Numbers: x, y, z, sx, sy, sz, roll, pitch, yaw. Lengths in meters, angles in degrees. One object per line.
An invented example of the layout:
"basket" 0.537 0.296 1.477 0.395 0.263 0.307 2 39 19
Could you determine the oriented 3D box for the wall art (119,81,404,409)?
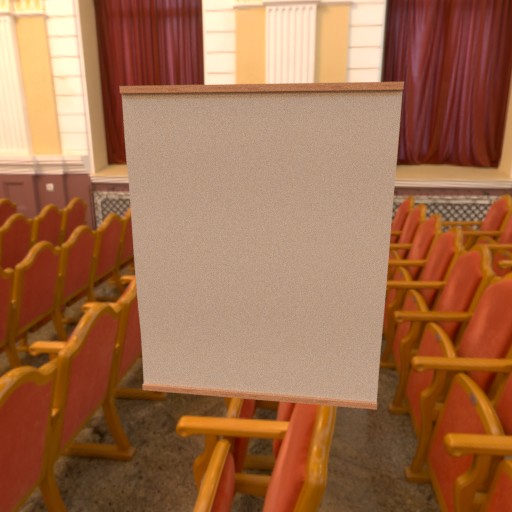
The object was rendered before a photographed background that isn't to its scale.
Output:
"wall art" 0.000 0.000 0.700 0.406 0.508 0.013 2 16 8
